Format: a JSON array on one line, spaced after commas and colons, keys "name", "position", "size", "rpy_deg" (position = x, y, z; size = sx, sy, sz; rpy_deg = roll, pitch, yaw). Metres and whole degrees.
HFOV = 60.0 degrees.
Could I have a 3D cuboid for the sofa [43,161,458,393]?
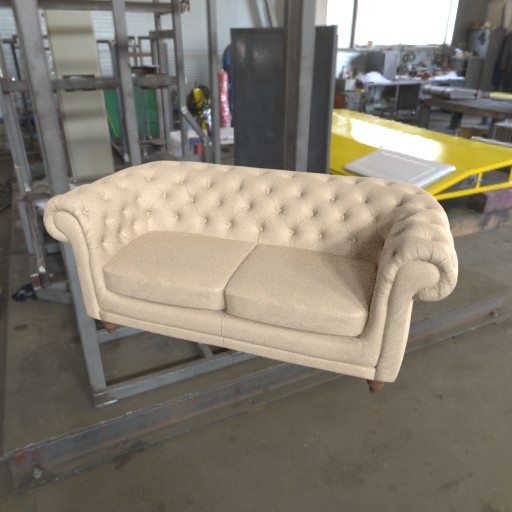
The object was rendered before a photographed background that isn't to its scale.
[{"name": "sofa", "position": [0.000, 0.000, 2.531], "size": [1.988, 0.835, 1.069], "rpy_deg": [9, 27, 17]}]
